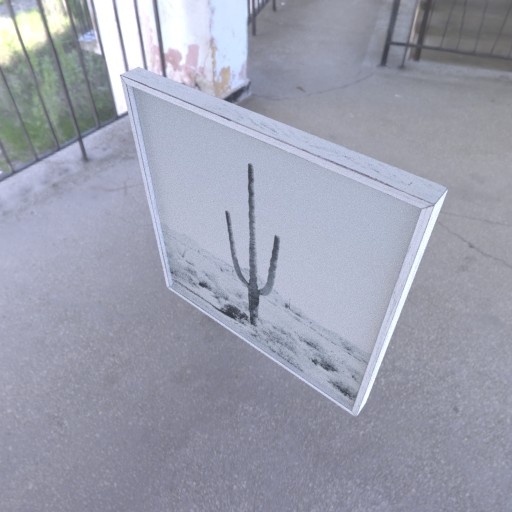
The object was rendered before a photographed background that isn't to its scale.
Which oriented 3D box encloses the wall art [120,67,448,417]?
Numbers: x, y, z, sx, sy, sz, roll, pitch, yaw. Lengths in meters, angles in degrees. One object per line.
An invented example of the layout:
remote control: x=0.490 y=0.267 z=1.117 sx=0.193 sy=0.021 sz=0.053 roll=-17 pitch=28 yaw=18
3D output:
wall art: x=0.000 y=0.000 z=0.766 sx=0.508 sy=0.508 sz=0.038 roll=30 pitch=53 yaw=26
